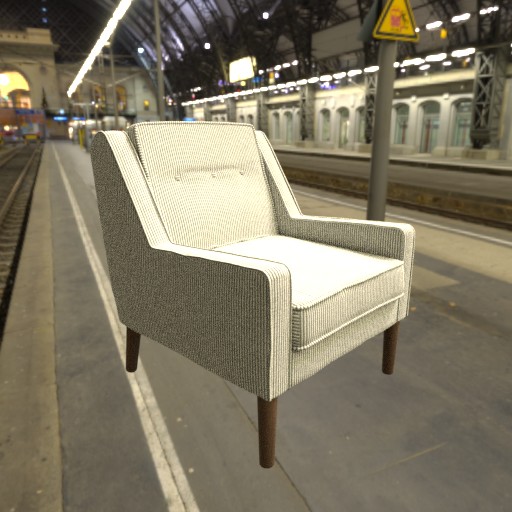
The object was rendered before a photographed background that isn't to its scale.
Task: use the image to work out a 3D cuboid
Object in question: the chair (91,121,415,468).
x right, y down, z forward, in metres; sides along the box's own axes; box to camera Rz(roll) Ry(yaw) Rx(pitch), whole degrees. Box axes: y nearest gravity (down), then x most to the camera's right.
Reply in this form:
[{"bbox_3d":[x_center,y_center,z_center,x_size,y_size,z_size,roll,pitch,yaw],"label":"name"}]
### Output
[{"bbox_3d":[0.000,0.000,1.351,0.743,0.792,0.663,15,22,42],"label":"chair"}]
